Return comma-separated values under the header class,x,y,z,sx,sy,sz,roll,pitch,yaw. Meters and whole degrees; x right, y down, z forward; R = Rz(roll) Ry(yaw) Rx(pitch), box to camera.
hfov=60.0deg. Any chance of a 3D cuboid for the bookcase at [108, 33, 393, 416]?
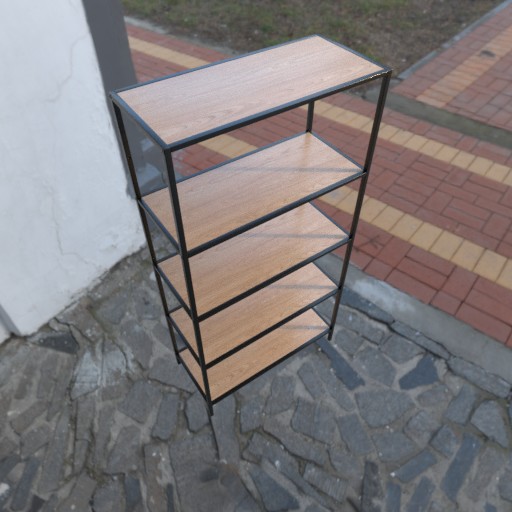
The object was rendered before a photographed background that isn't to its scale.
class,x,y,z,sx,sy,sz,roll,pitch,yaw
bookcase,0.000,0.000,1.843,0.770,1.500,0.350,-27,52,-23
